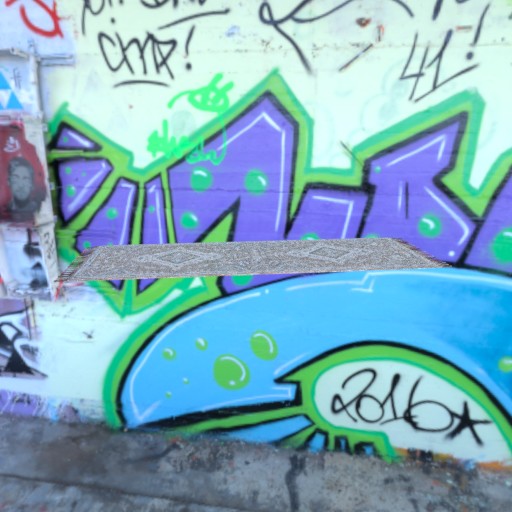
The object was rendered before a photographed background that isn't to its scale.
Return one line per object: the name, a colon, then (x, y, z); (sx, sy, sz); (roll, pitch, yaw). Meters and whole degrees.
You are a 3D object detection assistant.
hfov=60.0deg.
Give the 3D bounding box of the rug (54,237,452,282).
rug: (0.000, 0.000, 2.851); (2.378, 0.018, 1.324); (3, 16, 9)
